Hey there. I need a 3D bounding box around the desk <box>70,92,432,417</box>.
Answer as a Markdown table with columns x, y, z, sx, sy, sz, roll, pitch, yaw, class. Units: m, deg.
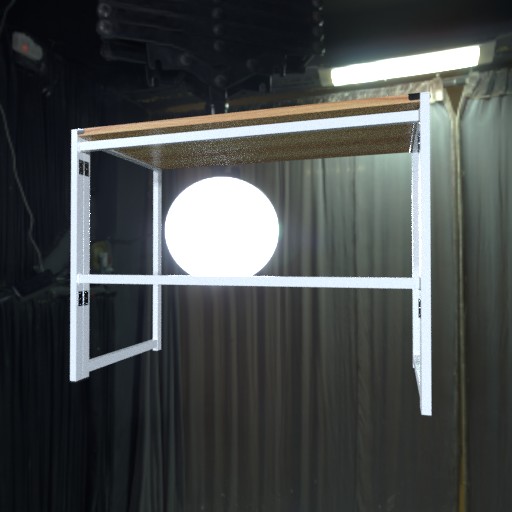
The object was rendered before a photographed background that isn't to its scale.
| x | y | z | sx | sy | sz | roll | pitch | yaw | class |
| --- | --- | --- | --- | --- | --- | --- | --- | --- | --- |
| 0.000 | 0.000 | 1.427 | 1.016 | 0.762 | 0.508 | 0 | -1 | 17 | desk |
